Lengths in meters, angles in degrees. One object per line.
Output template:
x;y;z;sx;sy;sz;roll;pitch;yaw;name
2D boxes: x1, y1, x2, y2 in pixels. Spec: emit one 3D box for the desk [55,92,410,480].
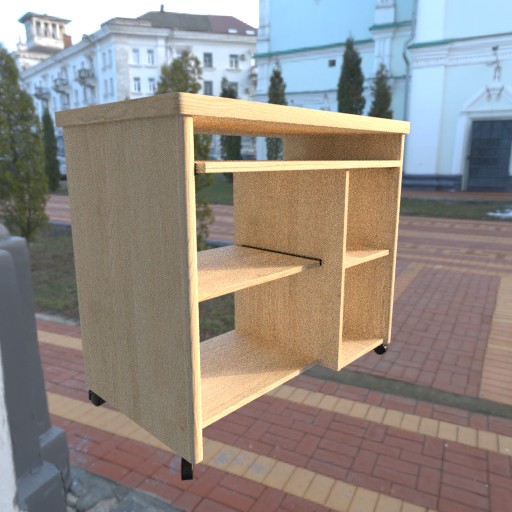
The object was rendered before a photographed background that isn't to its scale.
0.000;0.000;1.287;0.480;0.770;0.885;12;17;42;desk
